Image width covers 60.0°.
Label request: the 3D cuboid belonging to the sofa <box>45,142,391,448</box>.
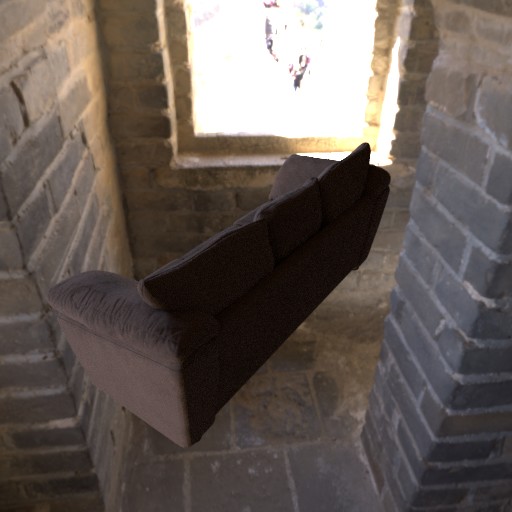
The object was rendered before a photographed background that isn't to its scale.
[{"bbox_3d":[0.000,0.000,2.809,0.878,1.015,2.336,20,37,29],"label":"sofa"}]
